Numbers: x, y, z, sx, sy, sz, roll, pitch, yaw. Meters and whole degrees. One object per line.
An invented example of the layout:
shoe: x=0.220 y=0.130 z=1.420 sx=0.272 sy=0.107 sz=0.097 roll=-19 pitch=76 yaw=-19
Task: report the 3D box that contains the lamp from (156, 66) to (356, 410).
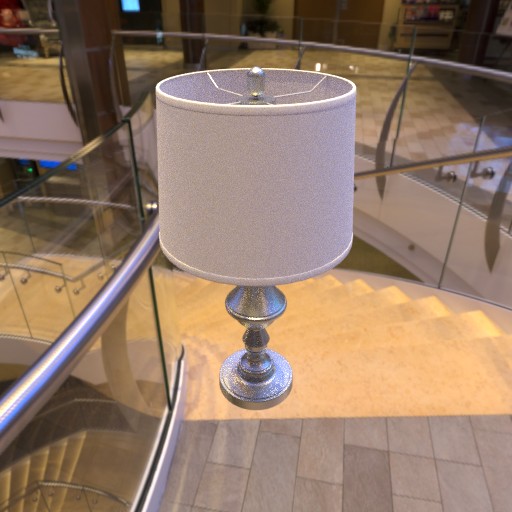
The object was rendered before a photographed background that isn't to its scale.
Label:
lamp: x=0.000 y=0.000 z=0.924 sx=0.383 sy=0.733 sz=0.383 roll=0 pitch=31 yaw=0
